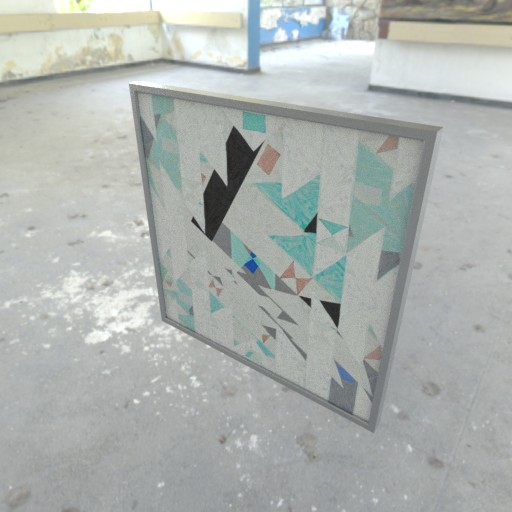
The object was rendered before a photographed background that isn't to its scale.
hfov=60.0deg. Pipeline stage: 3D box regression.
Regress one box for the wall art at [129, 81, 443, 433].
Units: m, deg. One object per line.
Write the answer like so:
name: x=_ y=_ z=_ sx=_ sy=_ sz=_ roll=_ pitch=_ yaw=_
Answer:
wall art: x=0.000 y=0.000 z=1.196 sx=0.806 sy=0.806 sz=0.038 roll=20 pitch=37 yaw=30
